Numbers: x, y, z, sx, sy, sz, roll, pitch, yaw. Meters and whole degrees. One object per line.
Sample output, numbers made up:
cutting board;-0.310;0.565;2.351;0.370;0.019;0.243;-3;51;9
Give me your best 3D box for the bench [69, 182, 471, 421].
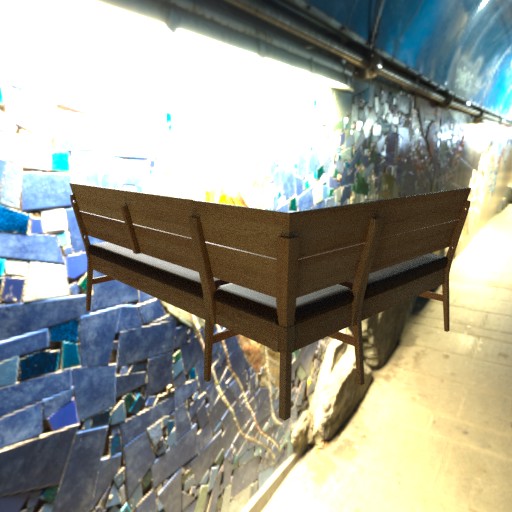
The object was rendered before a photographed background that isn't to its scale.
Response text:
bench;0.000;0.000;2.807;1.549;0.890;1.975;-13;19;-43
